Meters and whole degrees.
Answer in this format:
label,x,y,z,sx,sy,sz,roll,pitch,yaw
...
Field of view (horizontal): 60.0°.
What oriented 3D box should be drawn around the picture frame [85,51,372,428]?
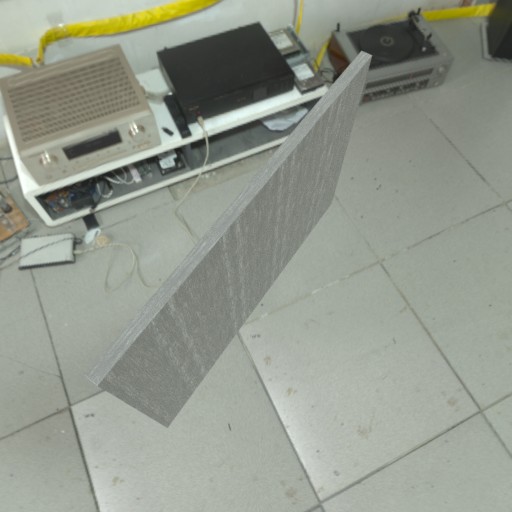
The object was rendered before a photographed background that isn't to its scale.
label,x,y,z,sx,sy,sz,roll,pitch,yaw
picture frame,0.000,0.000,1.187,0.029,0.640,0.950,32,67,15
